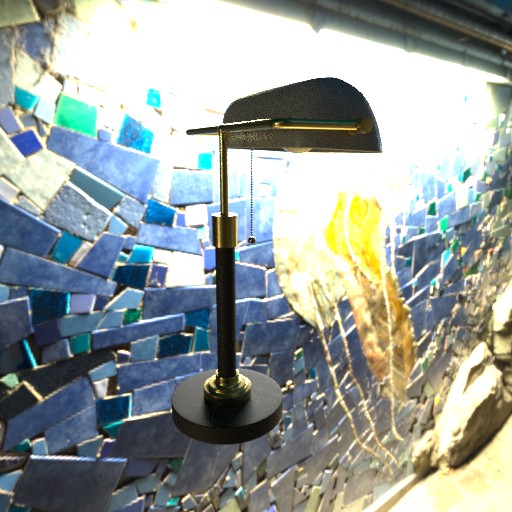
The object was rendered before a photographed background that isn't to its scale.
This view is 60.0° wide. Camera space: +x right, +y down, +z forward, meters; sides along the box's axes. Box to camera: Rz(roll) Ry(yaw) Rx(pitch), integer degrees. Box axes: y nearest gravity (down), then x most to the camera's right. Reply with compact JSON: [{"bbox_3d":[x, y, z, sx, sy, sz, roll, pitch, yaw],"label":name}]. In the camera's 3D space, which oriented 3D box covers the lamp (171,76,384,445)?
[{"bbox_3d":[0.000,0.000,0.551,0.227,0.404,0.269,-7,15,-26],"label":"lamp"}]
